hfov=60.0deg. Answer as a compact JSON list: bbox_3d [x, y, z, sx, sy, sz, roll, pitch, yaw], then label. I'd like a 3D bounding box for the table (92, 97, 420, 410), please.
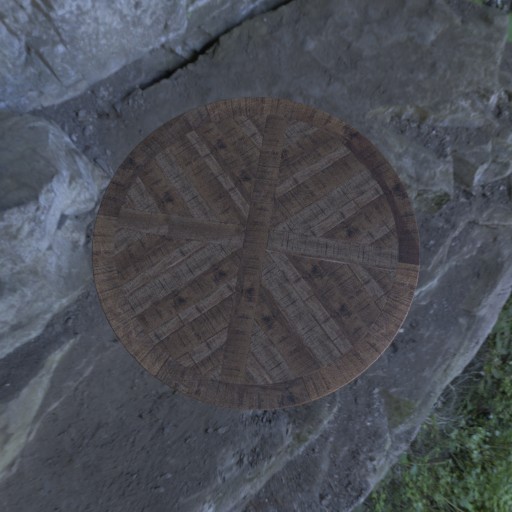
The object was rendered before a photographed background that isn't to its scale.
[{"bbox_3d":[0.000,0.000,1.960,1.264,0.516,1.264,0,74,0],"label":"table"}]
